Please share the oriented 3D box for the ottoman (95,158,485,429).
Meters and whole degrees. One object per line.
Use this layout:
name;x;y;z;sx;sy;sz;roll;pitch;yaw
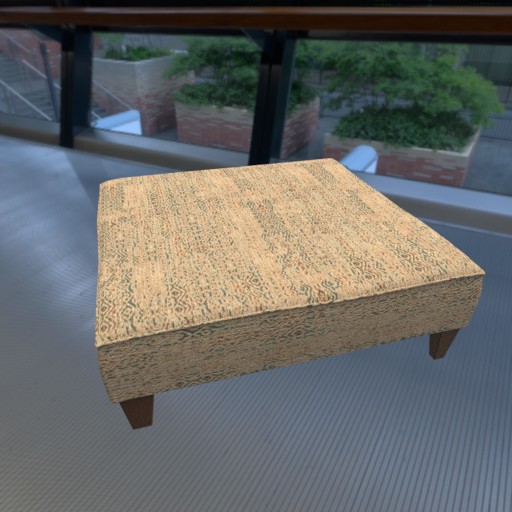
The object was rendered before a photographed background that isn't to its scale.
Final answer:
ottoman;0.000;0.000;1.519;1.004;0.356;0.968;-9;32;-14
